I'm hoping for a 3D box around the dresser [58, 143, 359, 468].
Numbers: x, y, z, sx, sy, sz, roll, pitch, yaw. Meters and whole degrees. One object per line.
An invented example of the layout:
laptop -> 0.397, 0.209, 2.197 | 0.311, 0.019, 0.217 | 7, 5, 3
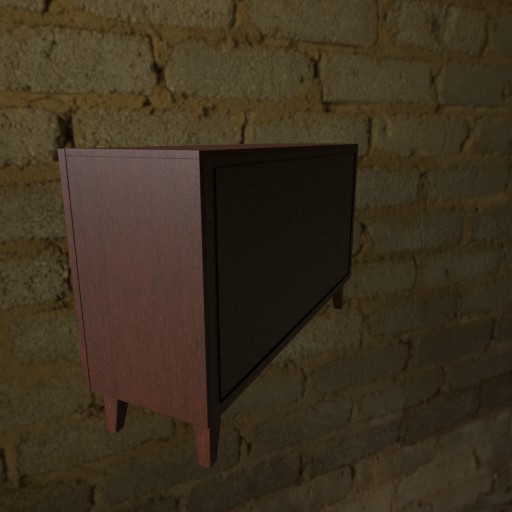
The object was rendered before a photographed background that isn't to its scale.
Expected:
dresser -> 0.000, 0.000, 2.004 | 0.499, 0.971, 1.609 | 7, 16, 25
